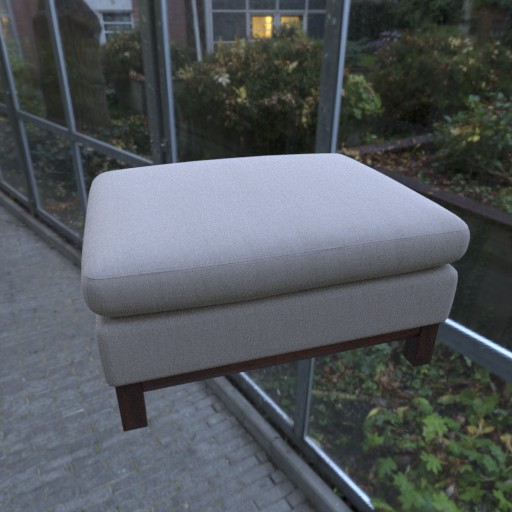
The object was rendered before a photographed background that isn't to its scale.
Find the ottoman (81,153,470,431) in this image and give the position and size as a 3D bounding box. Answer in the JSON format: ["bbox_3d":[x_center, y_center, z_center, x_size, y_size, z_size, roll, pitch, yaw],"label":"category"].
[{"bbox_3d":[0.000,0.000,1.112,0.771,0.420,0.606,-8,28,-15],"label":"ottoman"}]
